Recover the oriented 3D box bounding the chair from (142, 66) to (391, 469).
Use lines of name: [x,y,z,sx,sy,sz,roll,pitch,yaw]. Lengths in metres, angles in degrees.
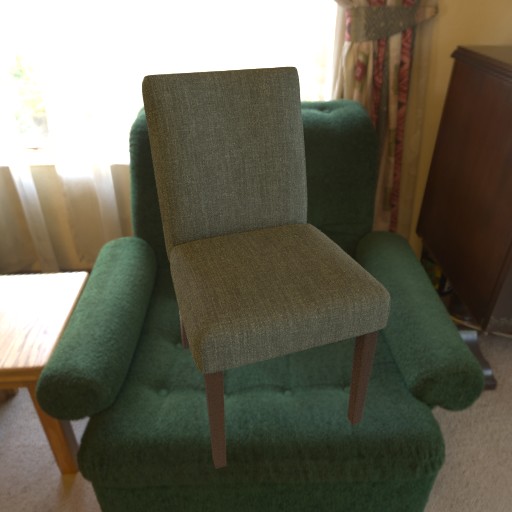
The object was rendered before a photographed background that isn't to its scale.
chair: [0.000,0.000,1.233,0.487,0.884,0.629,-11,34,-16]
